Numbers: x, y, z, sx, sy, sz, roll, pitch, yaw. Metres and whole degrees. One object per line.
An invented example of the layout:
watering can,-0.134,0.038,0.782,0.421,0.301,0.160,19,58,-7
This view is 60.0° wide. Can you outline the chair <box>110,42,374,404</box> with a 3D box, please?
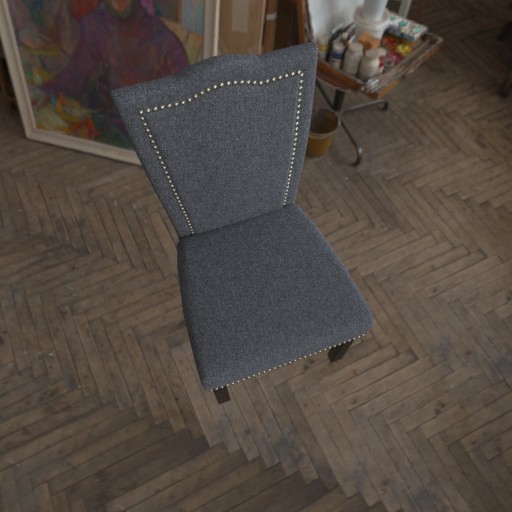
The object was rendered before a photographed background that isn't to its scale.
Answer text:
chair,0.000,0.000,1.286,0.518,0.946,0.589,-18,63,-9
